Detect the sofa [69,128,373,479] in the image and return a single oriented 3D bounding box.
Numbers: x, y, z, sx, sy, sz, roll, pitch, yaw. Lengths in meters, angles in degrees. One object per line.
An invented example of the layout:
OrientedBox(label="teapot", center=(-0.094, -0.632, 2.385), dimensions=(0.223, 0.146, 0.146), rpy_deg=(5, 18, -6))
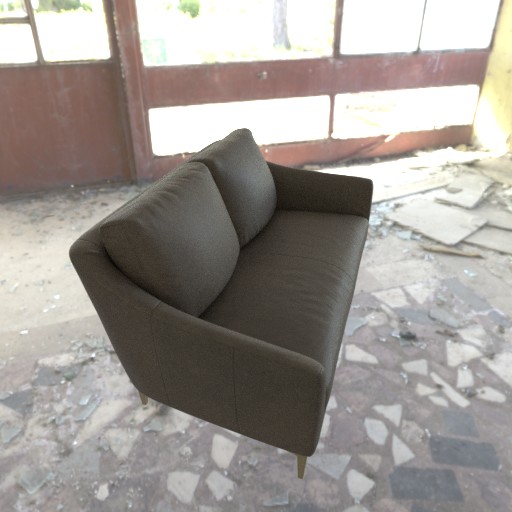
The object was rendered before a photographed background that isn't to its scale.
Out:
OrientedBox(label="sofa", center=(0.000, 0.000, 2.136), dimensions=(0.960, 0.902, 1.619), rpy_deg=(9, 32, 15))
